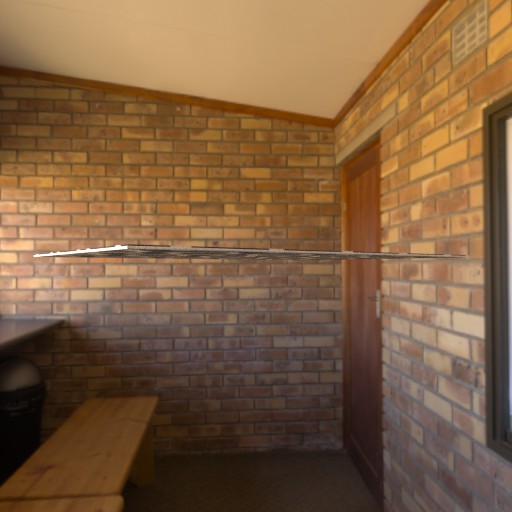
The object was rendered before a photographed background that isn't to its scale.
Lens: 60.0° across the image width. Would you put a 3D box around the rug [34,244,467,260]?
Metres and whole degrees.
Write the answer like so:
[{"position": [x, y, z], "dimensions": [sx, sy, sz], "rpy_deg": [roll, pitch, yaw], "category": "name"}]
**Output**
[{"position": [0.000, 0.000, 2.826], "dimensions": [2.286, 0.016, 1.555], "rpy_deg": [1, -2, -37], "category": "rug"}]
